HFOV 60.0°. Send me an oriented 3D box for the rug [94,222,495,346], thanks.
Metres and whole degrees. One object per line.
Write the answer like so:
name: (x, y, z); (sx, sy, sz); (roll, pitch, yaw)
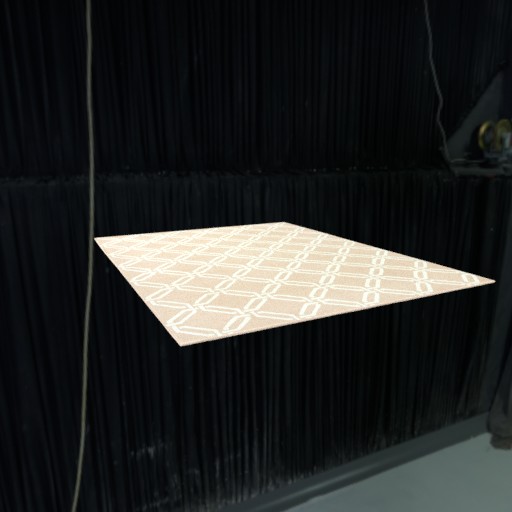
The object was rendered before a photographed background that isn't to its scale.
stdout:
rug: (0.000, 0.000, 3.847); (2.288, 0.018, 2.895); (-7, 15, -26)
